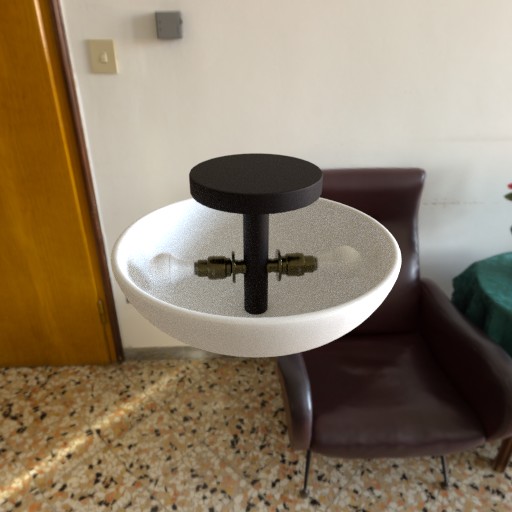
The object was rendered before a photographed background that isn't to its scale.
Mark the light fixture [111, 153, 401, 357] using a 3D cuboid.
[{"bbox_3d":[0.000,0.000,0.535,0.331,0.212,0.331,0,28,0],"label":"light fixture"}]
